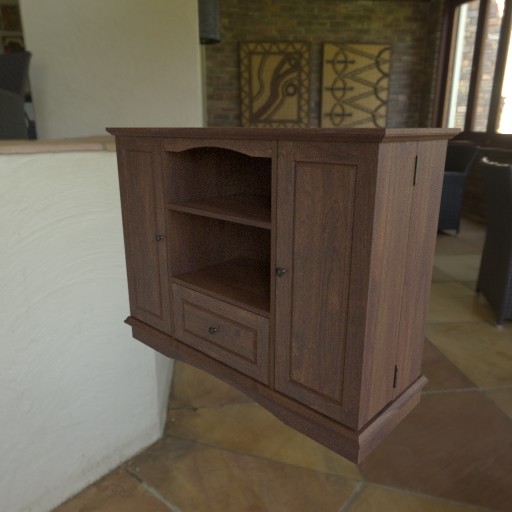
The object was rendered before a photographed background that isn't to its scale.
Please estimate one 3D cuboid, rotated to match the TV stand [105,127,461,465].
[{"bbox_3d":[0.000,0.000,1.462,1.067,0.813,0.406,15,22,41],"label":"TV stand"}]
